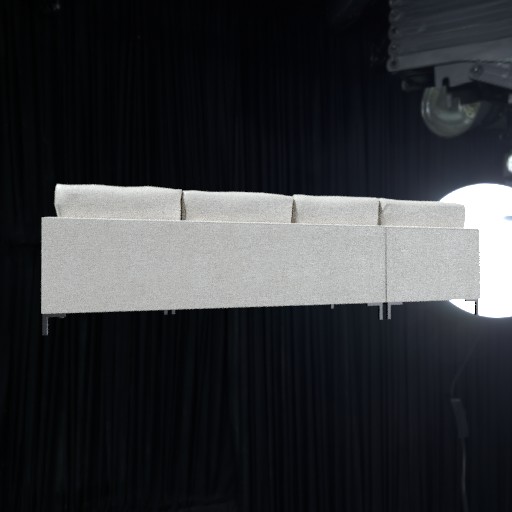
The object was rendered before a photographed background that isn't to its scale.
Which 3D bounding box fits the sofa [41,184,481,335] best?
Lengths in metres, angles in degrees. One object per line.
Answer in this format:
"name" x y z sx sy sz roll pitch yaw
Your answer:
"sofa" 0.000 0.000 4.191 3.384 0.996 2.048 0 0 -17
